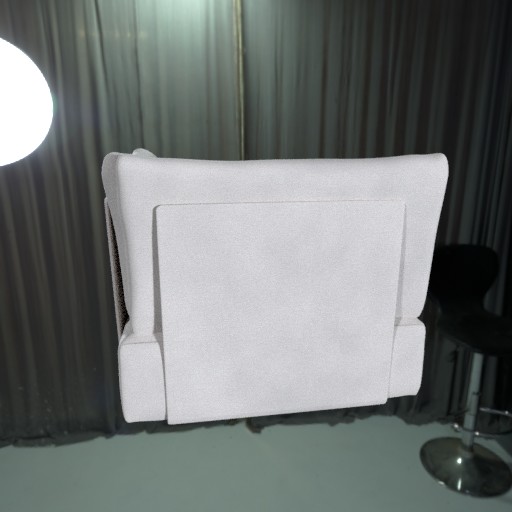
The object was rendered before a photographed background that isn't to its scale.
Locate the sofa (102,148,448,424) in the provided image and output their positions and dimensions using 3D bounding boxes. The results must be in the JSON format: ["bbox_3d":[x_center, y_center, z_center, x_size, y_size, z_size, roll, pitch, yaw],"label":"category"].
[{"bbox_3d":[0.000,0.000,1.751,1.000,0.820,1.000,-2,15,-9],"label":"sofa"}]
